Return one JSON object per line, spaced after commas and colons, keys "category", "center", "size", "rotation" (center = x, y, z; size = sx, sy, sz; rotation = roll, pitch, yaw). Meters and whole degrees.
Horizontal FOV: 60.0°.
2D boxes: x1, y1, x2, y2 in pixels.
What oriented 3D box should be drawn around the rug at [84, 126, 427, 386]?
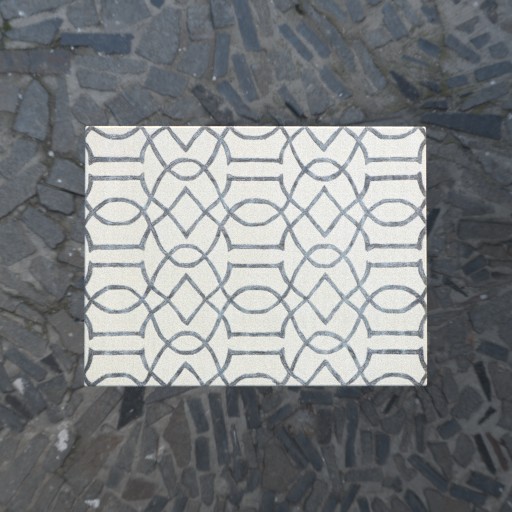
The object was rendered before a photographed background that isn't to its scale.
{"category": "rug", "center": [0.000, 0.000, 3.776], "size": [2.910, 0.021, 2.211], "rotation": [0, 89, 0]}
